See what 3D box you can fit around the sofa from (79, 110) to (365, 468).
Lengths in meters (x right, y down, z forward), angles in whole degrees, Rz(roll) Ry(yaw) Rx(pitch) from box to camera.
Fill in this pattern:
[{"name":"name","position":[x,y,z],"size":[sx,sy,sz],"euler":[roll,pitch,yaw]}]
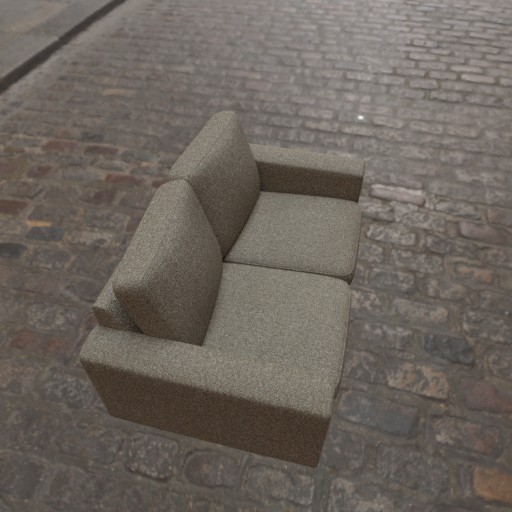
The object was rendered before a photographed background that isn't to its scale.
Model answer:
[{"name":"sofa","position":[0.000,0.000,2.237],"size":[1.016,0.873,1.616],"euler":[10,47,9]}]
